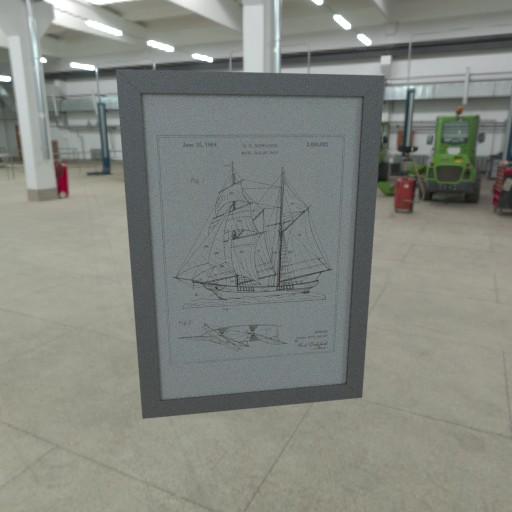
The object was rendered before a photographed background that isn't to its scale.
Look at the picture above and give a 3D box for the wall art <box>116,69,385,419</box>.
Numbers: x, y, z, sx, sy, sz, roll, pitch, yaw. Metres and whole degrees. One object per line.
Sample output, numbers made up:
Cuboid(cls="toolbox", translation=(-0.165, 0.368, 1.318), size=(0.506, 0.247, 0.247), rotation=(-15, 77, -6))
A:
Cuboid(cls="wall art", translation=(0.000, 0.000, 0.693), size=(0.380, 0.534, 0.013), rotation=(-2, 15, -9))
